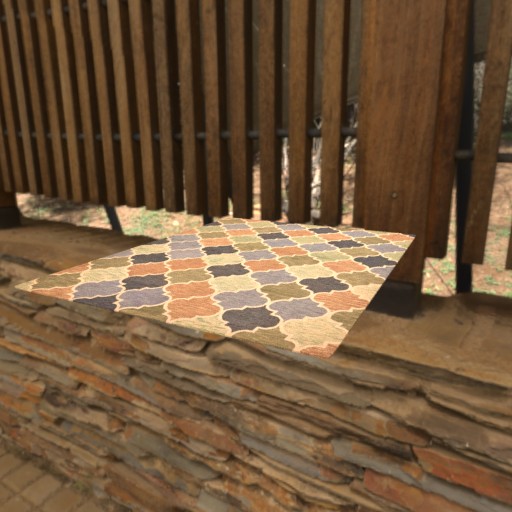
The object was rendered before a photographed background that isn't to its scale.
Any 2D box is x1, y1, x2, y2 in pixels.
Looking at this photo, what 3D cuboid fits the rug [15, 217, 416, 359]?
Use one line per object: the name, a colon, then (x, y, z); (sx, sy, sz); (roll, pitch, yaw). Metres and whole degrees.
rug: (0.000, 0.000, 4.143); (2.439, 0.013, 3.200); (8, 17, 26)
